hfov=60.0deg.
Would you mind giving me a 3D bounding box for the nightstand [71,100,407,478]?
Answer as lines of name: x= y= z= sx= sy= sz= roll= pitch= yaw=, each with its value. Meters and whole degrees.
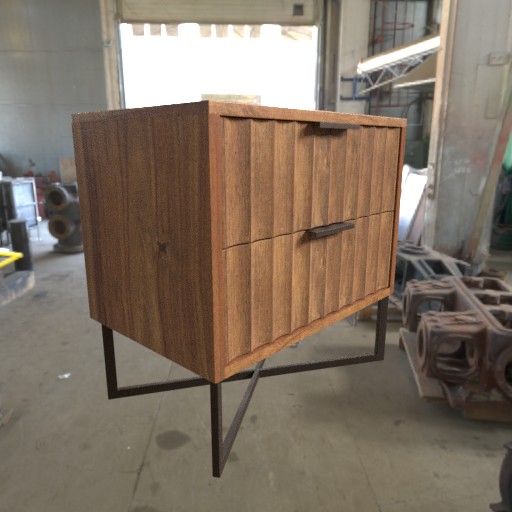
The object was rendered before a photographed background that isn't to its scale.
nightstand: x=0.000 y=0.000 z=1.023 sx=0.427 sy=0.615 sz=0.613 roll=13 pitch=19 yaw=41
